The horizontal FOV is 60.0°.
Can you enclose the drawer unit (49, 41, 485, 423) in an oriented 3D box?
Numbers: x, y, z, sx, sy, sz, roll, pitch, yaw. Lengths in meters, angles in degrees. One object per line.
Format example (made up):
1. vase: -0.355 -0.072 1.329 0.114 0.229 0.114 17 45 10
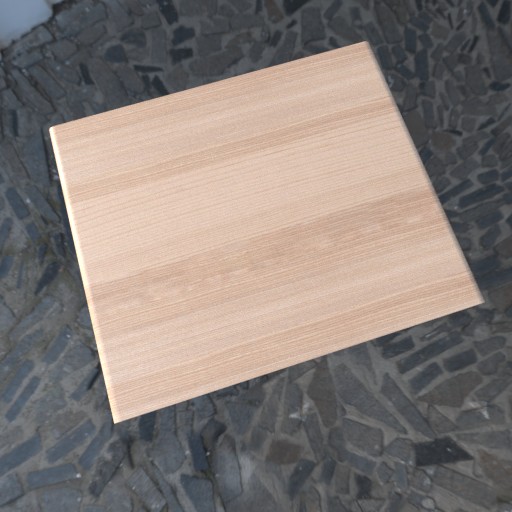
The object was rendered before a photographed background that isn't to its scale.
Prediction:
1. drawer unit: 0.000 0.000 0.585 0.344 0.344 0.290 -17 76 -4
